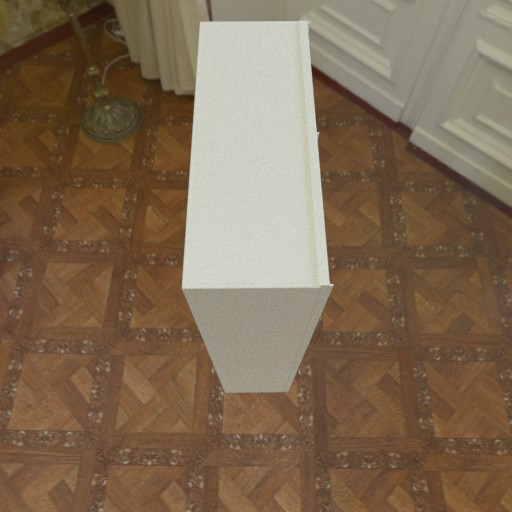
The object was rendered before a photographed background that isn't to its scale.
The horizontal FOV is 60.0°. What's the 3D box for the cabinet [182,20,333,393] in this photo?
[{"bbox_3d":[0.000,0.000,2.638,0.480,2.160,1.250,0,64,0],"label":"cabinet"}]
